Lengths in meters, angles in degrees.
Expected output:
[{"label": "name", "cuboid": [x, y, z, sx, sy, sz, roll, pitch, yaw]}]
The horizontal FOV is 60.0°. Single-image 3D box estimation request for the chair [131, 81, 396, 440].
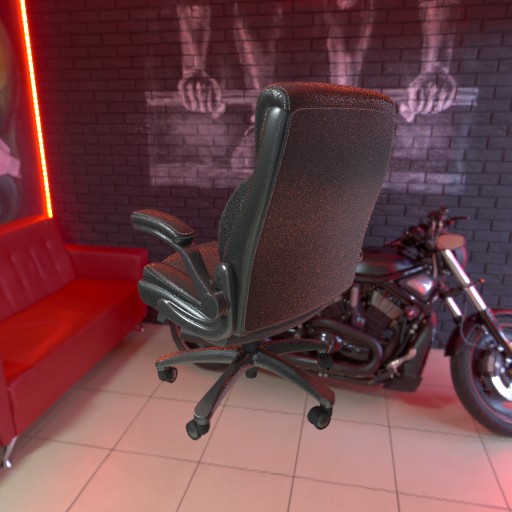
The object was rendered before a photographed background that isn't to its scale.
[{"label": "chair", "cuboid": [0.000, 0.000, 1.576, 0.724, 1.110, 0.782, 15, 22, 42]}]
